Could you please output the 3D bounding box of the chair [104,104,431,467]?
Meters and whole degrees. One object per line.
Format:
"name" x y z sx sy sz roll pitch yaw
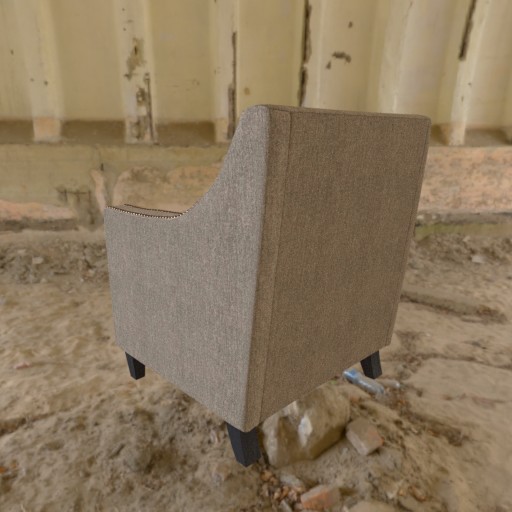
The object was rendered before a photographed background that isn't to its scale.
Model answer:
"chair" 0.000 0.000 1.594 0.776 0.967 0.884 -14 21 -42
